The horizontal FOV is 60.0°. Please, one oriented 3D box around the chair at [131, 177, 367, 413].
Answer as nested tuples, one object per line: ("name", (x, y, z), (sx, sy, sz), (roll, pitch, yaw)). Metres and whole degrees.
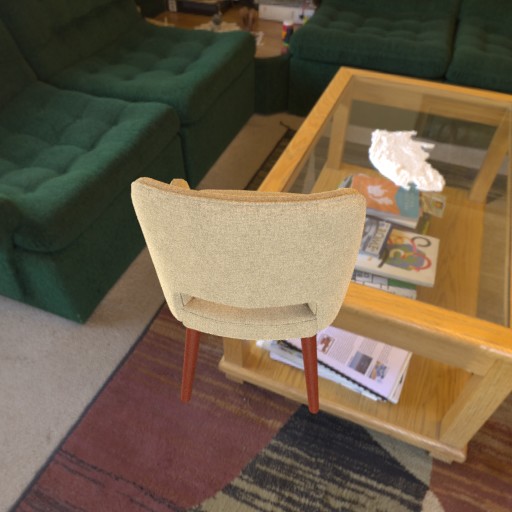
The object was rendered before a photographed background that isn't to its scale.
("chair", (0.000, 0.000, 1.261), (0.548, 0.849, 0.605), (4, 46, 4))
